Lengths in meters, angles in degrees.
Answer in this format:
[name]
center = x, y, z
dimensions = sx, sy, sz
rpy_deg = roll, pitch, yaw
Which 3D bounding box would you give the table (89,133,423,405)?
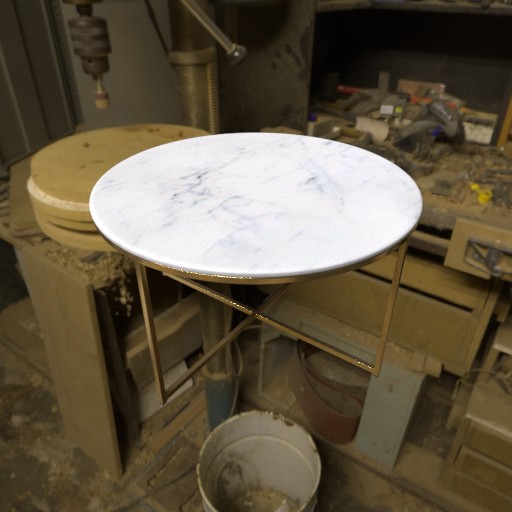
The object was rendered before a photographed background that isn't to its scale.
[table]
center = 0.000, 0.000, 1.234
dimensions = 0.800, 0.450, 0.800
rpy_deg = 0, 33, 0
